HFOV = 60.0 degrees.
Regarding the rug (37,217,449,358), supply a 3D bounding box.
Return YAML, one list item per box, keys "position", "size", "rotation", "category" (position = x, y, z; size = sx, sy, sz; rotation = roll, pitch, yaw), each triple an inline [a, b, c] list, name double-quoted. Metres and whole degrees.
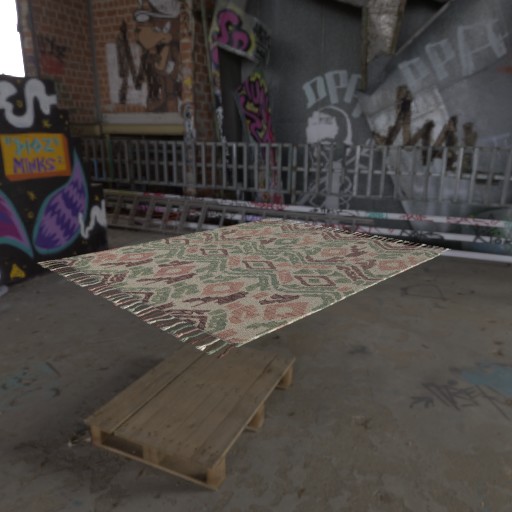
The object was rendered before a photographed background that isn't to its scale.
- position: [0.000, 0.000, 4.112]
  size: [2.438, 0.010, 3.048]
  rotation: [15, 22, 43]
  category: "rug"
